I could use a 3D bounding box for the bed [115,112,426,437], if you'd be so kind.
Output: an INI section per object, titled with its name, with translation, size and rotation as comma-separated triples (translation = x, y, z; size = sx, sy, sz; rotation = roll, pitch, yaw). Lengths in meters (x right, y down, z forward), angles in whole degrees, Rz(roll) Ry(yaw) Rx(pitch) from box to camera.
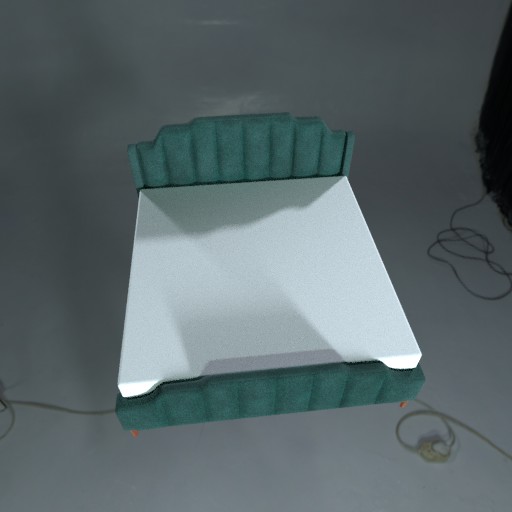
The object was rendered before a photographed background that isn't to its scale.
[bed]
translation = 0.000, 0.000, 3.576
size = 2.074, 1.245, 2.340
rotation = -5, 46, -4
